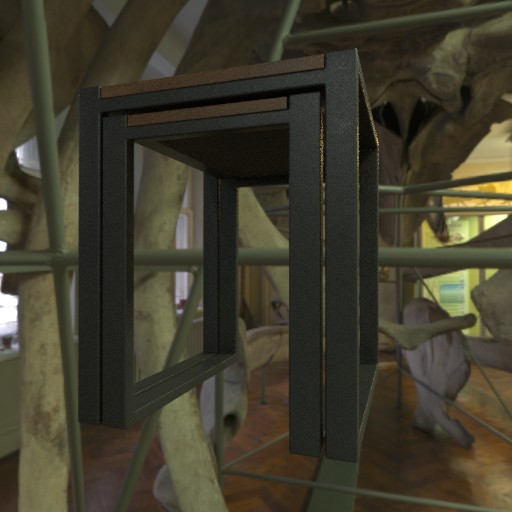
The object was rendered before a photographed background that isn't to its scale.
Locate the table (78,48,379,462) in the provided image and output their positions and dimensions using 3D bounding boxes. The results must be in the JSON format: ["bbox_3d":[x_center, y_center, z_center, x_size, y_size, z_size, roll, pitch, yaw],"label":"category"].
[{"bbox_3d":[0.000,0.000,0.892,0.449,0.550,0.500,0,0,19],"label":"table"}]
